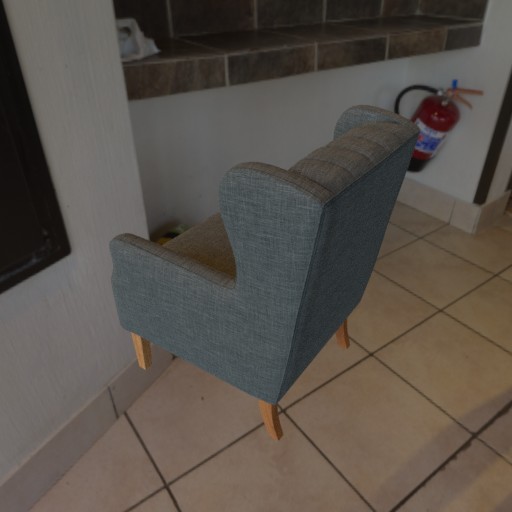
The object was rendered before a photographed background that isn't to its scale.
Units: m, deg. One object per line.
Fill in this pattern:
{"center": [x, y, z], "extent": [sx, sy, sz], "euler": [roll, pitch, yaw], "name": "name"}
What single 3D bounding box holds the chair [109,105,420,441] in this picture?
{"center": [0.000, 0.000, 1.530], "extent": [0.775, 0.953, 0.711], "euler": [21, 39, 29], "name": "chair"}
